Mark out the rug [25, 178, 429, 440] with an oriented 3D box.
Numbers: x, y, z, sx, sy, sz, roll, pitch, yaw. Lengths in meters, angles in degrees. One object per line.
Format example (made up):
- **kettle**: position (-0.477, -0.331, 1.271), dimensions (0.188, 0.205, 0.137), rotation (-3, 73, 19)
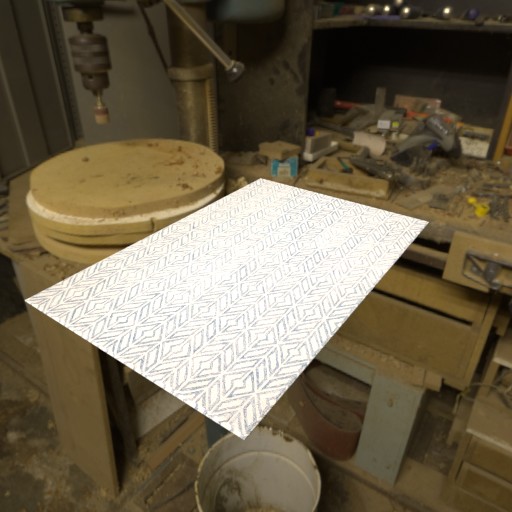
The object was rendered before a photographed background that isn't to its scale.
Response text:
- **rug**: position (0.000, 0.000, 2.301), dimensions (1.220, 0.008, 1.824), rotation (20, 36, 30)
